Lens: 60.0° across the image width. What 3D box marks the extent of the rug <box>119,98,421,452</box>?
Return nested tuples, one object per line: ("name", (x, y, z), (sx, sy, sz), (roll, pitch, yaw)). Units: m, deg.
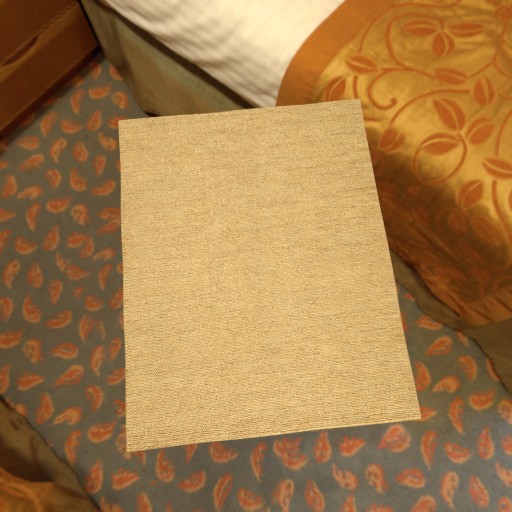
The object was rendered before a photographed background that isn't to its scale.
("rug", (0.000, 0.000, 3.996), (2.406, 0.012, 3.034), (-6, 75, -2))
